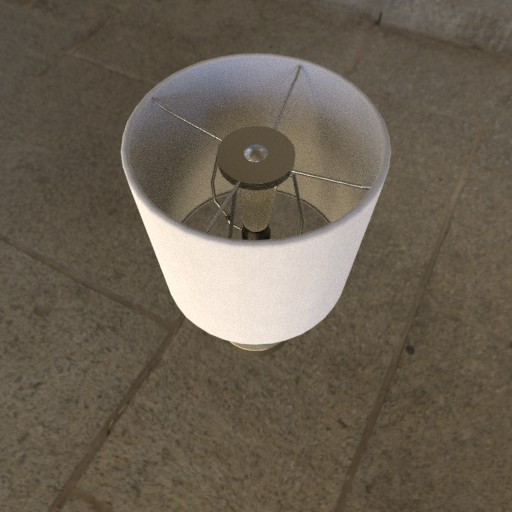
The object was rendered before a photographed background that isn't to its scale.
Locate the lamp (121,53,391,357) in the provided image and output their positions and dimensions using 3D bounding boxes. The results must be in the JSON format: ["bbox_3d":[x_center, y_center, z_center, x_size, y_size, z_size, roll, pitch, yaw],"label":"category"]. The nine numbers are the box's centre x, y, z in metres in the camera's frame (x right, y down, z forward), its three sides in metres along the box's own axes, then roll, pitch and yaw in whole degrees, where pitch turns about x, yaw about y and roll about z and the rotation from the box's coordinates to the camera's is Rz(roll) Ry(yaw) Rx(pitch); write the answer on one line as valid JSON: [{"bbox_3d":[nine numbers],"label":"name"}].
[{"bbox_3d":[0.000,0.000,0.483,0.201,0.353,0.201,-1,59,0],"label":"lamp"}]
